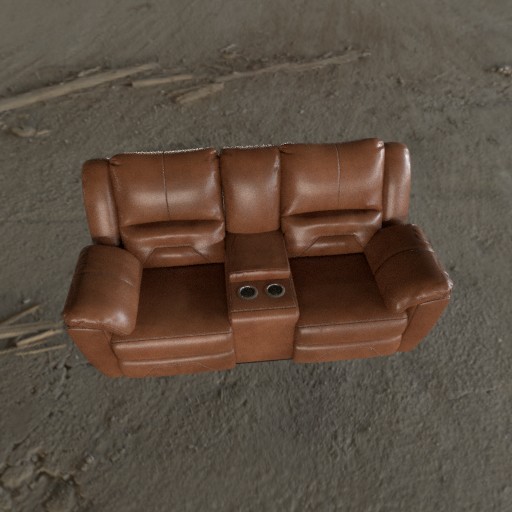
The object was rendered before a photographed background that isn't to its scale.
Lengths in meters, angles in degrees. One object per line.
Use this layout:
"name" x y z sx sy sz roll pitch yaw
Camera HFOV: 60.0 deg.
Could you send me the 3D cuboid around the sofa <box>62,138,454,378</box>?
"sofa" 0.000 0.000 2.651 2.058 1.043 0.991 -4 46 -4
